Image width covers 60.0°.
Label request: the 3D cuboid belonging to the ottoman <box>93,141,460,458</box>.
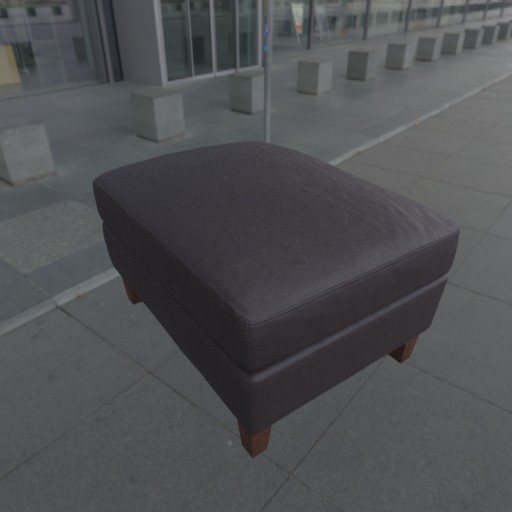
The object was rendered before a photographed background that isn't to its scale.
[{"bbox_3d":[0.000,0.000,1.300,0.659,0.529,0.887,-20,37,-30],"label":"ottoman"}]
